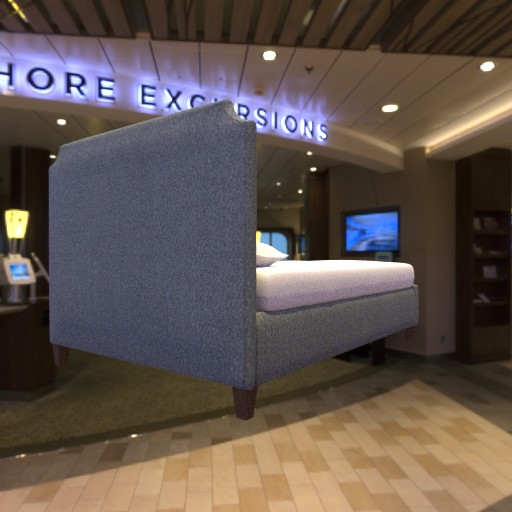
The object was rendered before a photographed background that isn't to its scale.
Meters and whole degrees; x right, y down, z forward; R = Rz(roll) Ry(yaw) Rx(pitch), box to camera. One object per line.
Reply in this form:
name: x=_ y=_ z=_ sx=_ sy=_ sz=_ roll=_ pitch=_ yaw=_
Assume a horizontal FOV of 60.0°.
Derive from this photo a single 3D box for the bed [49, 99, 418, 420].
bed: x=0.000 y=0.000 z=3.341 sx=1.712 sy=1.443 sz=2.372 roll=0 pitch=0 yaw=38
